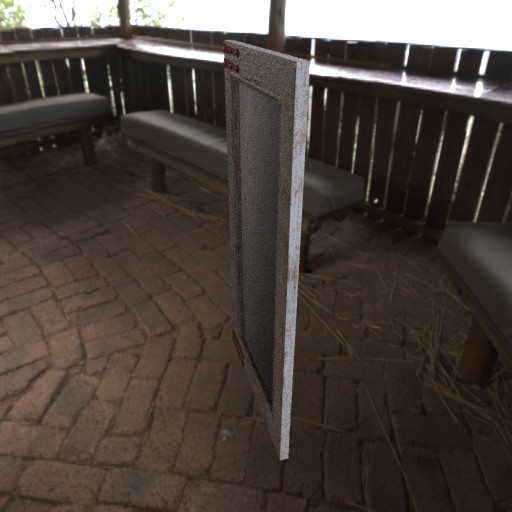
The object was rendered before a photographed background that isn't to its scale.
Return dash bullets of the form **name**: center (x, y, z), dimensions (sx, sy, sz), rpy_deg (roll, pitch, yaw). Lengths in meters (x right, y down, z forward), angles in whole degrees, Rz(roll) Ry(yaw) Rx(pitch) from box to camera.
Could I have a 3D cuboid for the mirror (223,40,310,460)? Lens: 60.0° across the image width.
- **mirror**: center (0.000, 0.000, 1.084), dimensions (0.027, 0.922, 0.472), rpy_deg (-9, 31, -15)
